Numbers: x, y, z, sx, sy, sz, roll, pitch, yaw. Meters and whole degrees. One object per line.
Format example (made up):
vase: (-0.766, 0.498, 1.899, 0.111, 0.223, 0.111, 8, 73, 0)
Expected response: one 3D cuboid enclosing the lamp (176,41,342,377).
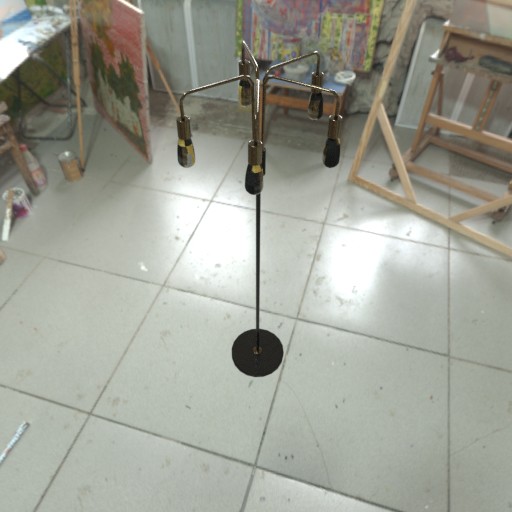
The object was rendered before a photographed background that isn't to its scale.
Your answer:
lamp: (0.000, 0.000, 2.033, 0.572, 1.721, 0.599, -9, 48, -9)
